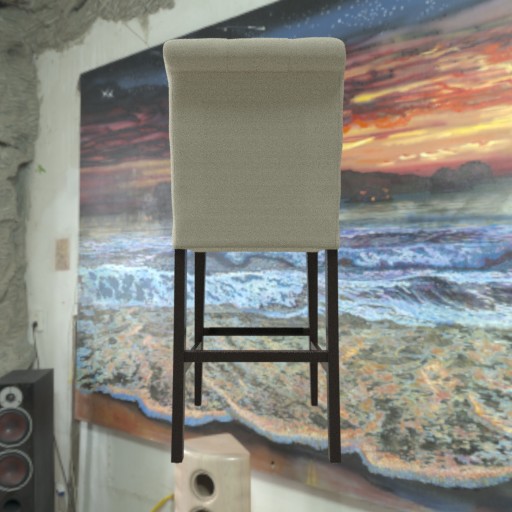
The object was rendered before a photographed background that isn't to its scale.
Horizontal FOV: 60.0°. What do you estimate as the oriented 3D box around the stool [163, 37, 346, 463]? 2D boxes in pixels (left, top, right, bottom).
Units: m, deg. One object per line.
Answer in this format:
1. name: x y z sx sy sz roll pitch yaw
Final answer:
1. stool: 0.000 0.000 1.405 0.482 1.118 0.610 0 -1 0
